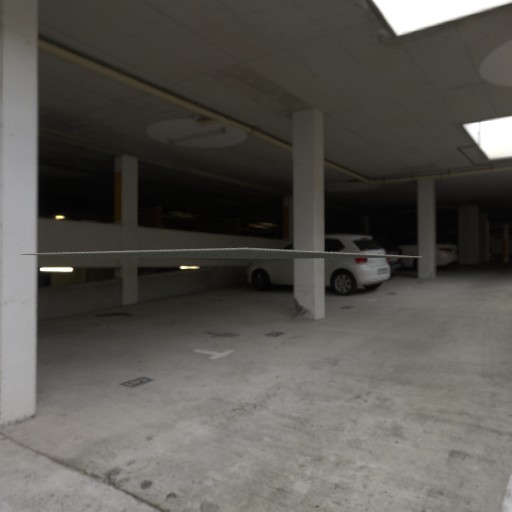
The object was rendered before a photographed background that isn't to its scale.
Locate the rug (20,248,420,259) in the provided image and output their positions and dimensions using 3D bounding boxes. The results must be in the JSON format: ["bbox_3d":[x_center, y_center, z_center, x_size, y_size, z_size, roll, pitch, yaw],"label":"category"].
[{"bbox_3d":[0.000,0.000,2.904,1.523,0.006,2.289,-1,-1,35],"label":"rug"}]
